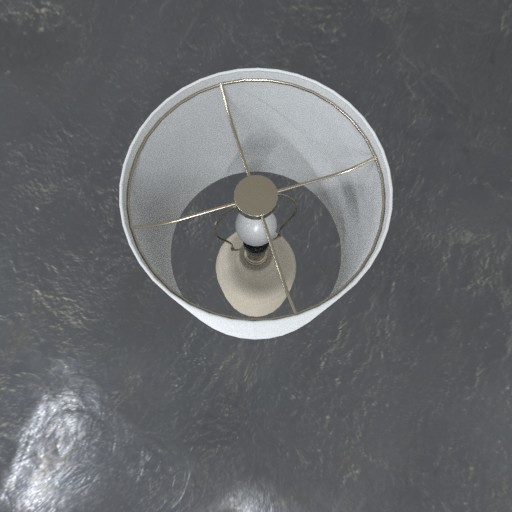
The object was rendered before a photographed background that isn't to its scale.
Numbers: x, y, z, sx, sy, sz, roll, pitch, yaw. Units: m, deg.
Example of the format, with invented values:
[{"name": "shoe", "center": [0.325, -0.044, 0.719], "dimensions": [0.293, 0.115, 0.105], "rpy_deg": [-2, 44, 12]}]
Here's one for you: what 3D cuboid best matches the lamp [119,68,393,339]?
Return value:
[{"name": "lamp", "center": [0.000, 0.000, 0.588], "dimensions": [0.220, 0.475, 0.220], "rpy_deg": [-3, 76, -1]}]
